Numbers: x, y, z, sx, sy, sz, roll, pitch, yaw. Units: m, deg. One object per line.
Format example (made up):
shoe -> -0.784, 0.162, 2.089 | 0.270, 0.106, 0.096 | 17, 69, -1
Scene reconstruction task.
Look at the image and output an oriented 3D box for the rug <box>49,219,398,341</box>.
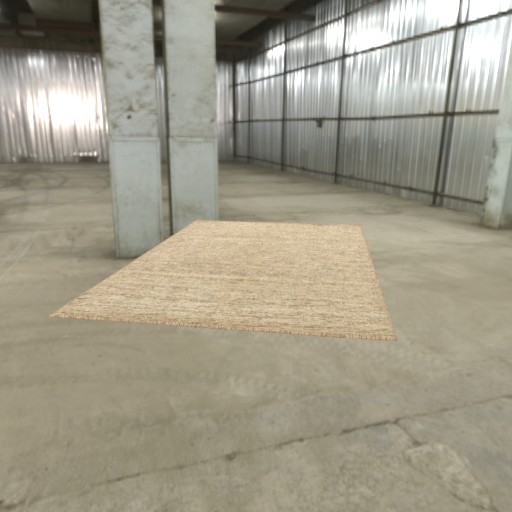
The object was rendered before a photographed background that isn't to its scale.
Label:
rug -> 0.000, 0.000, 2.364 | 1.211, 0.018, 1.822 | 3, 16, 9
